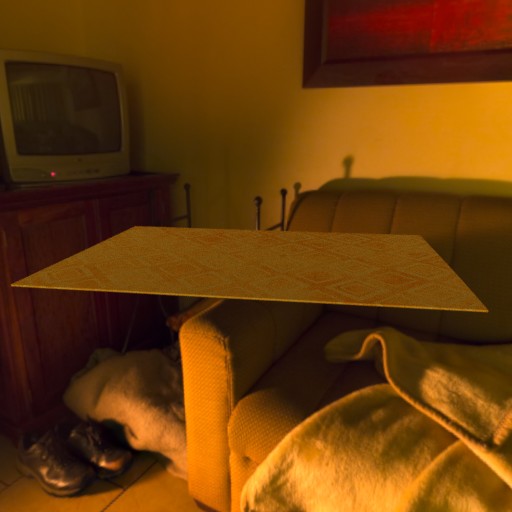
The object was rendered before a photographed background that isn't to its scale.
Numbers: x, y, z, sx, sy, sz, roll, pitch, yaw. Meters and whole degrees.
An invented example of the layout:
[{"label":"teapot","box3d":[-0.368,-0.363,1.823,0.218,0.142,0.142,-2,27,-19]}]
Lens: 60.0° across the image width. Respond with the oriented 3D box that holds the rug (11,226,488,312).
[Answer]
[{"label":"rug","box3d":[0.000,0.000,2.242,1.829,0.010,1.213,2,15,8]}]
